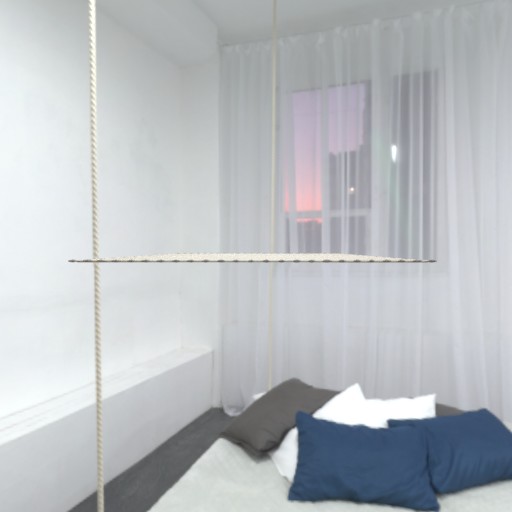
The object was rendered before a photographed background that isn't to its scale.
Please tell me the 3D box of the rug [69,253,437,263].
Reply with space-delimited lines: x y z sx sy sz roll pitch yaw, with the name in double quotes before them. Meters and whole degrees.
"rug" 0.000 0.000 3.064 1.563 0.014 2.425 0 1 1
